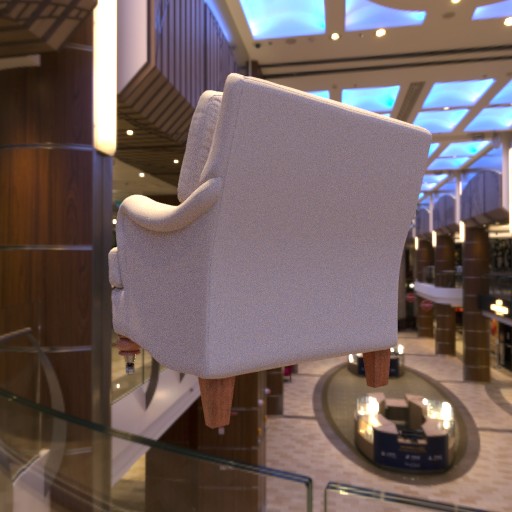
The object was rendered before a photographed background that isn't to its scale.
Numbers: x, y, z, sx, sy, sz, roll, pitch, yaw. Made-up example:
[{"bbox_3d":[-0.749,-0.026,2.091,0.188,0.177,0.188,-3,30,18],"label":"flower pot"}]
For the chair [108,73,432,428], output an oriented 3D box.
[{"bbox_3d":[0.000,0.000,1.819,0.955,1.038,1.070,1,-1,-36],"label":"chair"}]
